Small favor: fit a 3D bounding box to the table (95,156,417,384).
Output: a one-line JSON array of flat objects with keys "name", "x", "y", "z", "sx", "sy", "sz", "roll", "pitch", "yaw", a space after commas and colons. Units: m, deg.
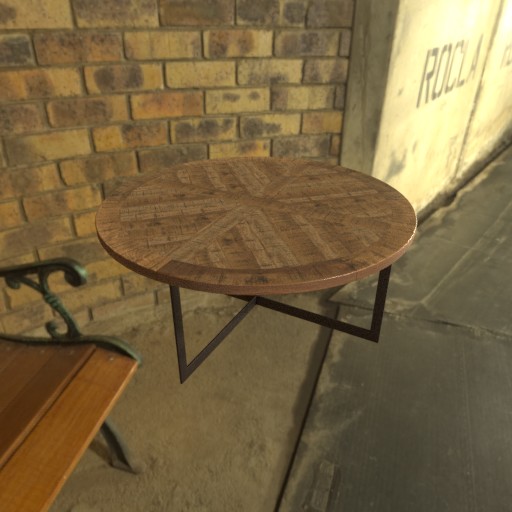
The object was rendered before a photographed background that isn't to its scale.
[{"name": "table", "x": 0.000, "y": 0.000, "z": 1.949, "sx": 1.264, "sy": 0.516, "sz": 1.264, "roll": 0, "pitch": 29, "yaw": 0}]
